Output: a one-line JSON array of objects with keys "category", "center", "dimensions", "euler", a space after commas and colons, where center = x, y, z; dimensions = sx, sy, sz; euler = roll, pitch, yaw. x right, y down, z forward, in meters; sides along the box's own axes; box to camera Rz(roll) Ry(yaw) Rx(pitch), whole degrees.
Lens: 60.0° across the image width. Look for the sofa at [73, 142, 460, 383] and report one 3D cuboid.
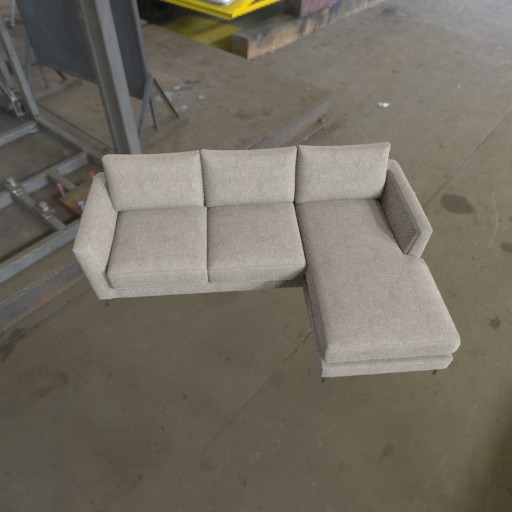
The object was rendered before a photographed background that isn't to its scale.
[{"category": "sofa", "center": [0.000, 0.000, 3.133], "dimensions": [2.438, 0.864, 1.626], "euler": [-3, 47, -3]}]
